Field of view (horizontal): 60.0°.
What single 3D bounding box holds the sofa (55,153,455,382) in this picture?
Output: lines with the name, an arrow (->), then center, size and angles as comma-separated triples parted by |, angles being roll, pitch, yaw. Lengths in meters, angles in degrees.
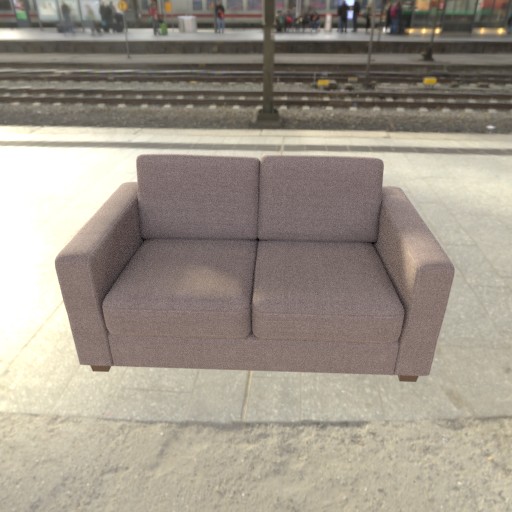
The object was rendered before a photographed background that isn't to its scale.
sofa -> 0.000, 0.000, 2.075 | 1.520, 0.800, 0.900 | 1, 29, 2
